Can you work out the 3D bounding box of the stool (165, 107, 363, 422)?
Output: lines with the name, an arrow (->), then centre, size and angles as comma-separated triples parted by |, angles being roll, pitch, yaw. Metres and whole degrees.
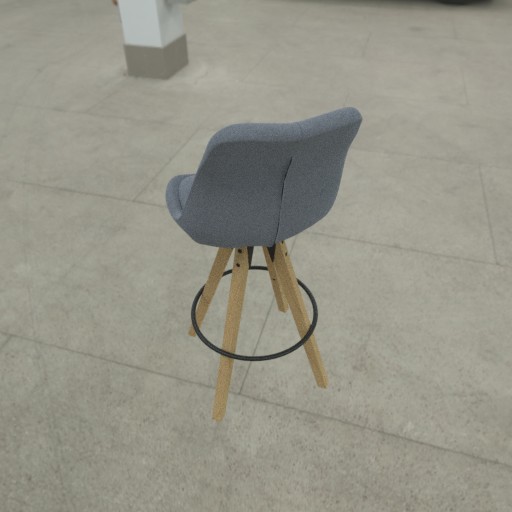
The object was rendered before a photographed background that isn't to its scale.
stool -> 0.000, 0.000, 1.403 | 0.485, 1.115, 0.550 | -13, 42, -14
